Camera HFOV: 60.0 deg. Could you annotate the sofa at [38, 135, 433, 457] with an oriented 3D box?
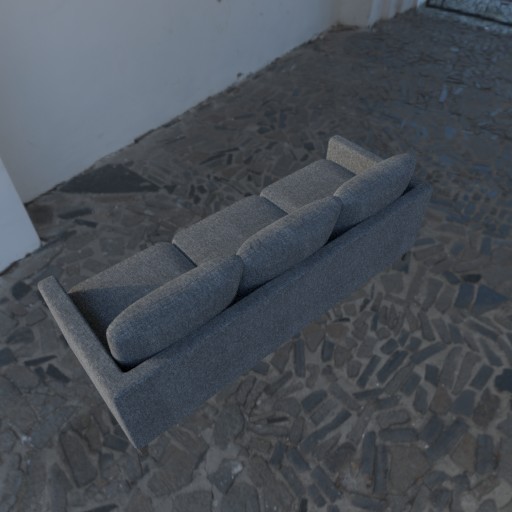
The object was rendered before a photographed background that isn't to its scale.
[{"bbox_3d":[0.000,0.000,2.659,2.218,0.874,0.859,-31,53,-27],"label":"sofa"}]
